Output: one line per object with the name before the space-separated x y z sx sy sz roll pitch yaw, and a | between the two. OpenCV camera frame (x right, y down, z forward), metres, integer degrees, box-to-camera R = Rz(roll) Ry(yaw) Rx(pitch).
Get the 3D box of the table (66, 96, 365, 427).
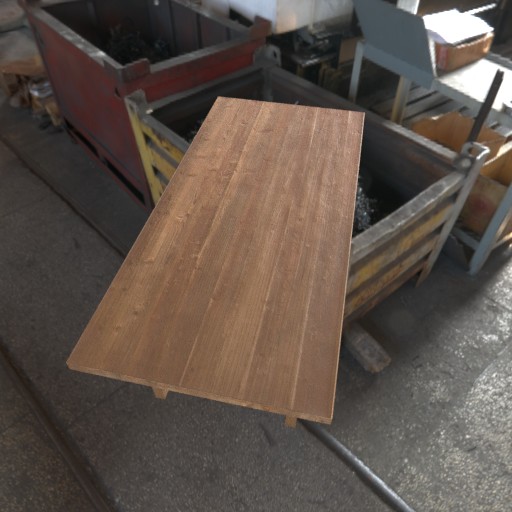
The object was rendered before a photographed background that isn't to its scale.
table | 0.000 0.000 2.459 0.952 0.760 2.003 9 48 8
